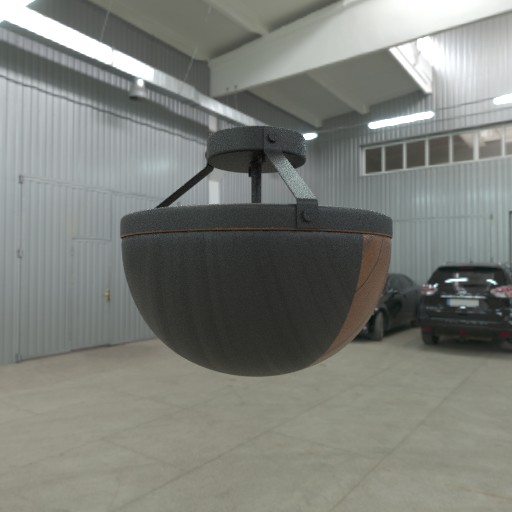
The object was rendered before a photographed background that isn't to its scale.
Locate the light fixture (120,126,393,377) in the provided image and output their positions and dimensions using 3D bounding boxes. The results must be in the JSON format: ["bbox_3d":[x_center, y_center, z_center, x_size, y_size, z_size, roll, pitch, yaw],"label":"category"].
[{"bbox_3d":[0.000,0.000,0.515,0.304,0.269,0.304,0,-1,0],"label":"light fixture"}]
